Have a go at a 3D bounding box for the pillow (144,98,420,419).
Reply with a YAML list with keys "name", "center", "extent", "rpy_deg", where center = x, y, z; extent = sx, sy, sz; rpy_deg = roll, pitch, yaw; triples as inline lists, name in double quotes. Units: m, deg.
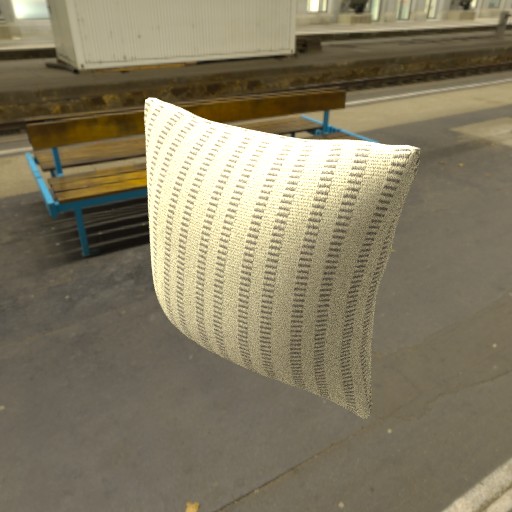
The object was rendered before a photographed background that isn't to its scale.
- name: "pillow"
  center: [0.000, 0.000, 0.683]
  extent: [0.438, 0.419, 0.247]
  rpy_deg: [21, 37, 31]
